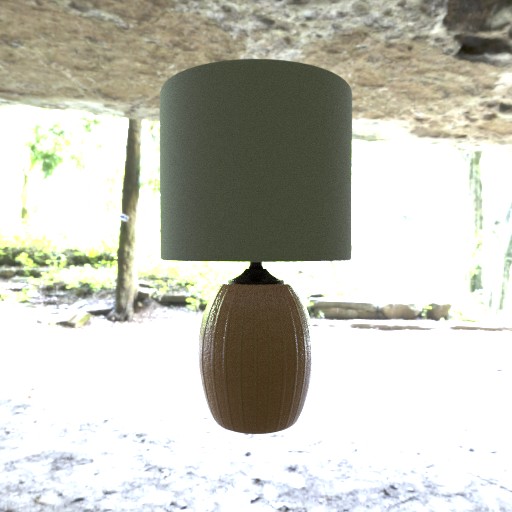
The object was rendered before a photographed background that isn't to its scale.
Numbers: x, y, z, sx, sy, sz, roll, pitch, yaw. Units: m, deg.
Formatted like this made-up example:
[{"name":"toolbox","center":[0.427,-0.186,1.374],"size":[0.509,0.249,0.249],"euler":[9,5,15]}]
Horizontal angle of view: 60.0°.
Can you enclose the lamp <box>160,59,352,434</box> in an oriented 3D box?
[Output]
[{"name":"lamp","center":[0.000,0.000,0.777],"size":[0.329,0.570,0.329],"euler":[0,1,0]}]
